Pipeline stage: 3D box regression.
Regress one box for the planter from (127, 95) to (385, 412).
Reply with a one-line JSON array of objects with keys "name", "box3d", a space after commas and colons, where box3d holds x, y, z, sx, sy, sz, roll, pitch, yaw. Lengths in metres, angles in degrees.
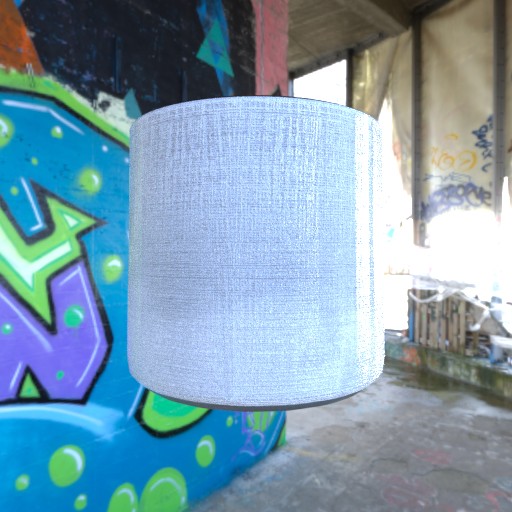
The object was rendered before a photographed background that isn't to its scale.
[{"name": "planter", "box3d": [0.000, 0.000, 0.287, 0.160, 0.156, 0.160, 0, 0, 0]}]
